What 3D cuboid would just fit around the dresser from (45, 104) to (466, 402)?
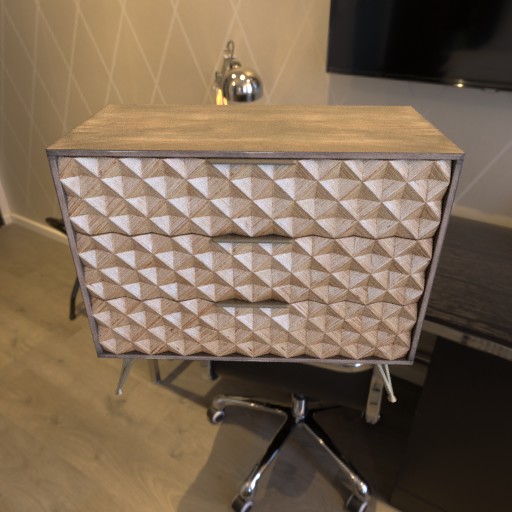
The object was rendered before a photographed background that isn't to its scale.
[{"bbox_3d":[0.000,0.000,1.365,0.923,0.801,0.453,1,31,2],"label":"dresser"}]
